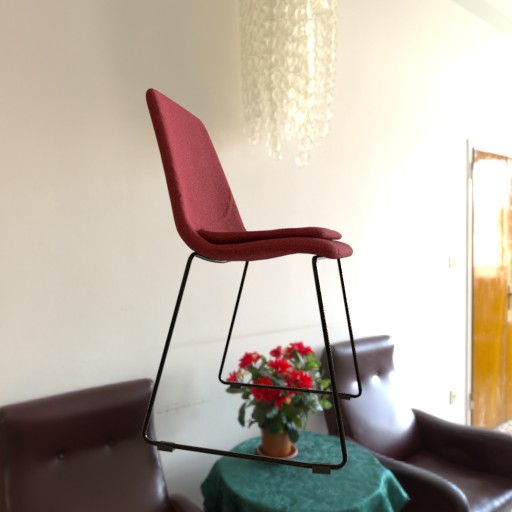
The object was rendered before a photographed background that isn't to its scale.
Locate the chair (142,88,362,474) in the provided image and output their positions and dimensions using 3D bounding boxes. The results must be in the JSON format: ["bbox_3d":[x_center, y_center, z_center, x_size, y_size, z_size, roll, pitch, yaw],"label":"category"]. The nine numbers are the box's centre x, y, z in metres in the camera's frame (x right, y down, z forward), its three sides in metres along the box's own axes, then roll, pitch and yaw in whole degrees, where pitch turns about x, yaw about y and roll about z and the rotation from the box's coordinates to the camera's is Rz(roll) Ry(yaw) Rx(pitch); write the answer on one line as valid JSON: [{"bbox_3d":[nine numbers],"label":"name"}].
[{"bbox_3d":[0.000,0.000,1.161,0.518,0.858,0.479,0,1,17],"label":"chair"}]
